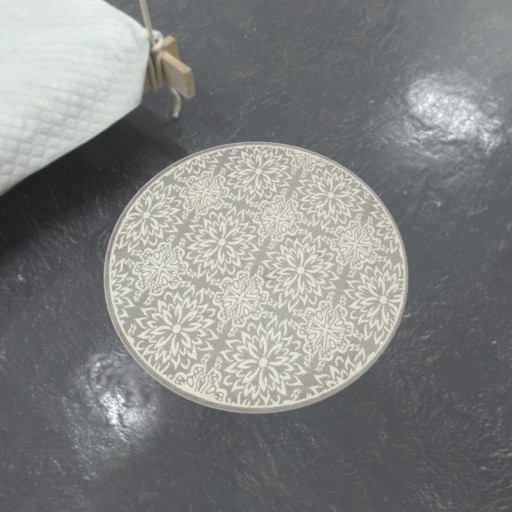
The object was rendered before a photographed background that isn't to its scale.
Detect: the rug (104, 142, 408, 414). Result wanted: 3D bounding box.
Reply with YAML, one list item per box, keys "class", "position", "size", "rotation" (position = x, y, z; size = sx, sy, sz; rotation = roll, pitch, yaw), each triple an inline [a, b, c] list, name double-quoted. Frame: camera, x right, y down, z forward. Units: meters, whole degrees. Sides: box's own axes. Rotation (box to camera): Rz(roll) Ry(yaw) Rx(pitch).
- class: "rug"
  position: [0.000, 0.000, 2.346]
  size: [1.593, 0.012, 1.593]
  rotation: [0, 62, 0]
